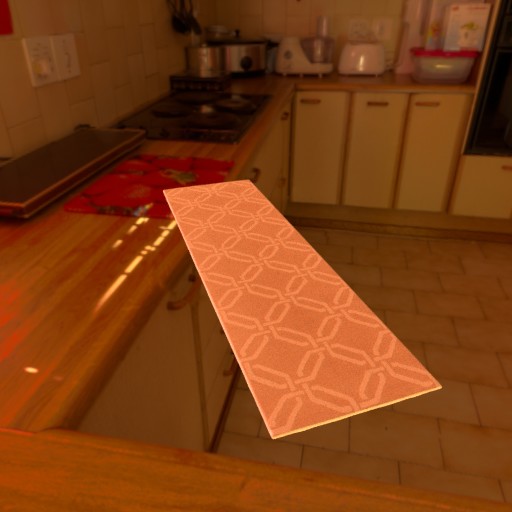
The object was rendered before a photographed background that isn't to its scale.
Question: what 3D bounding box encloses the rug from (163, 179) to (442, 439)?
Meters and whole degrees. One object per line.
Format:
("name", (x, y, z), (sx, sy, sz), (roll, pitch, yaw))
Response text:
("rug", (0.000, 0.000, 2.478), (0.678, 0.014, 2.276), (-10, 32, -16))
